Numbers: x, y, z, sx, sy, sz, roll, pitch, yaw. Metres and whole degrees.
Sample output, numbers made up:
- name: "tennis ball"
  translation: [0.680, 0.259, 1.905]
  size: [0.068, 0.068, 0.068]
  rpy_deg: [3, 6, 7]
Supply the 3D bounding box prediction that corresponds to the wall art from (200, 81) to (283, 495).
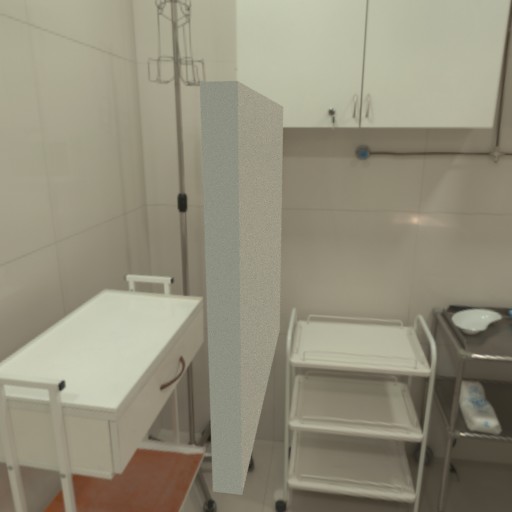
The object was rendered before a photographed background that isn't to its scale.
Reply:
- name: "wall art"
  translation: [0.000, 0.000, 0.529]
  size: [0.027, 0.355, 0.355]
  rpy_deg: [2, 16, 8]
